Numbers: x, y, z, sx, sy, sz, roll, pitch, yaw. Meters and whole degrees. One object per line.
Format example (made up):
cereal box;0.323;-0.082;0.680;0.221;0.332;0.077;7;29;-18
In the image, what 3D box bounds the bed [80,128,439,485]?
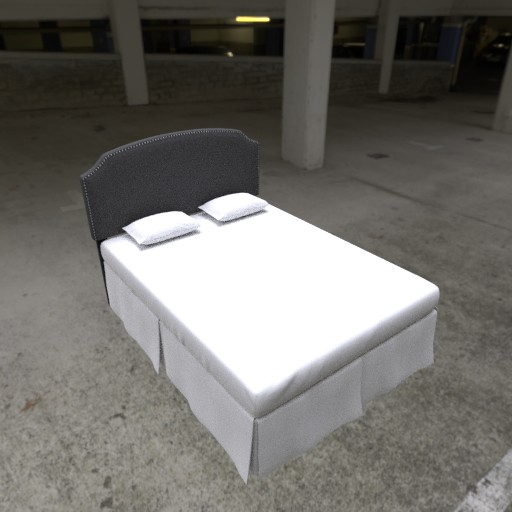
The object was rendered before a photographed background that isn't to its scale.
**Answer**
bed;0.000;0.000;2.957;1.558;1.270;1.999;-20;35;-32
